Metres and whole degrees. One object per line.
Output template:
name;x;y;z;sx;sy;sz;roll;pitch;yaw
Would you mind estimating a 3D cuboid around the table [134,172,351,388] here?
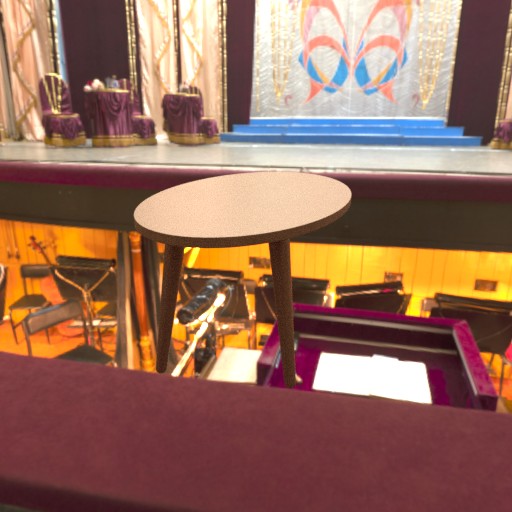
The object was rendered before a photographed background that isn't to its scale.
table;0.000;0.000;1.340;0.542;0.390;1.083;3;17;11
